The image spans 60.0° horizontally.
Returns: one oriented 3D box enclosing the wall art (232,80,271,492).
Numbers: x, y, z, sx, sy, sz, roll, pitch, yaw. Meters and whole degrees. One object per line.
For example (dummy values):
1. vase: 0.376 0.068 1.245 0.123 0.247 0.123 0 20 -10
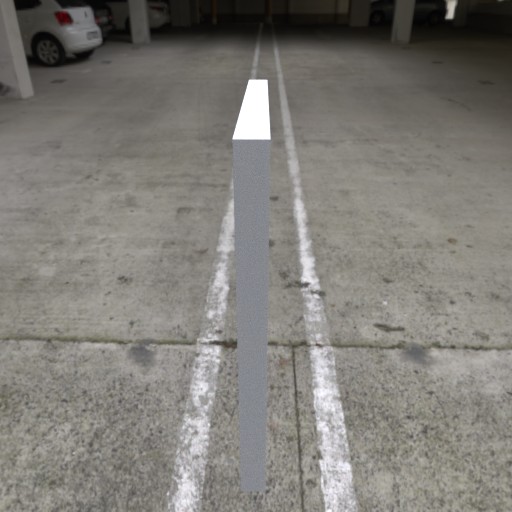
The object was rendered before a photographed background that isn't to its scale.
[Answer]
1. wall art: 0.000 0.000 0.752 0.035 0.507 0.508 0 27 1
